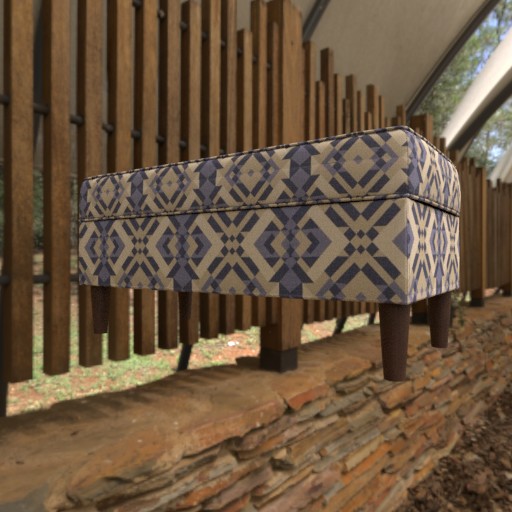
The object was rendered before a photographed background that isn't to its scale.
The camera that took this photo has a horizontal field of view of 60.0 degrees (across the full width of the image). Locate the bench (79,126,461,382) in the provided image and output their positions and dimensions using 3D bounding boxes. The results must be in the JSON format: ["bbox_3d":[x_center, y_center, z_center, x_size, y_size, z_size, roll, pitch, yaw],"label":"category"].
[{"bbox_3d":[0.000,0.000,1.270,1.016,0.477,0.492,0,0,35],"label":"bench"}]
